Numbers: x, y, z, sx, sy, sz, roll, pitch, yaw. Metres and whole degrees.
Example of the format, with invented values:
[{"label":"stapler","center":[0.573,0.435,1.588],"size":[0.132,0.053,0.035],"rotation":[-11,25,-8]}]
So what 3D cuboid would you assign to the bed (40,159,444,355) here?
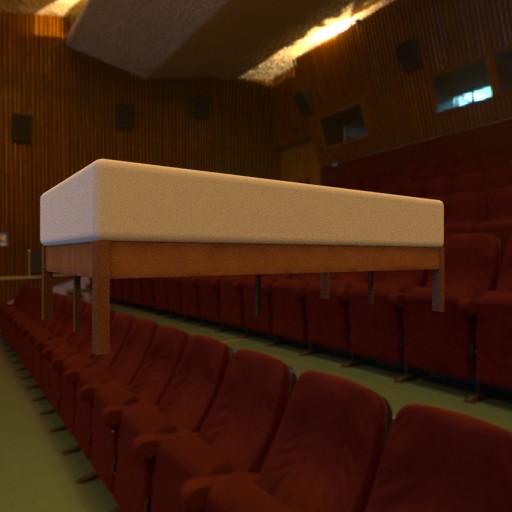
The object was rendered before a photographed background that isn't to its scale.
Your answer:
[{"label":"bed","center":[0.000,0.000,2.314],"size":[1.902,0.616,0.961],"rotation":[0,0,-35]}]
